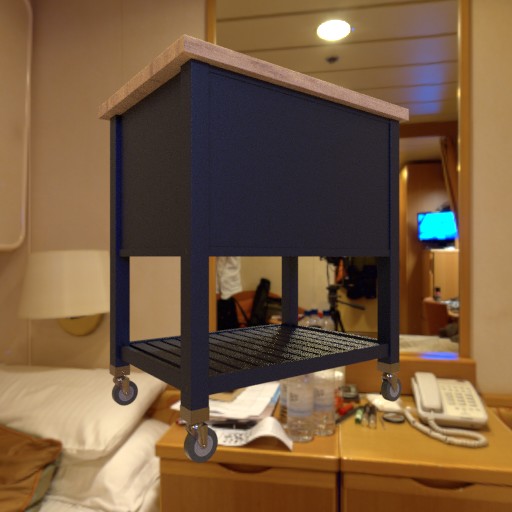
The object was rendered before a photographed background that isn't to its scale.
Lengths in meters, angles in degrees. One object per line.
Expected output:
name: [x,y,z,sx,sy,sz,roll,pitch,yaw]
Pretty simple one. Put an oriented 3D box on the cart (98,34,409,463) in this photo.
cart: [0.000,0.000,1.386,0.797,0.920,0.567,0,0,-37]
